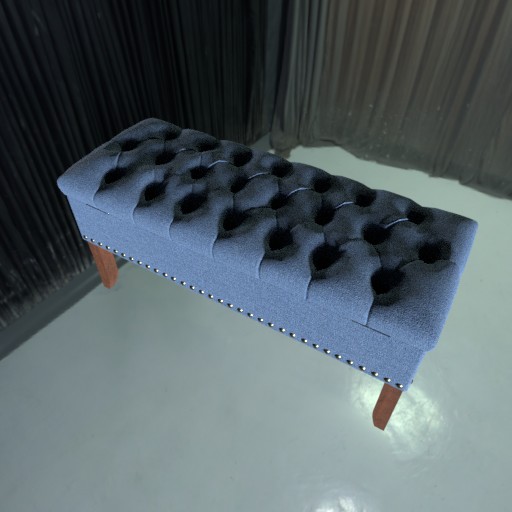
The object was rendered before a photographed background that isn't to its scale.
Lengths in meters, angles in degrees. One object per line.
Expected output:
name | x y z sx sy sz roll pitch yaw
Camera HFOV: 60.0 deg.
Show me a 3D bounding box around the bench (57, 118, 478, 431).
bench | 0.000 0.000 1.308 1.052 0.492 0.417 23 49 21
